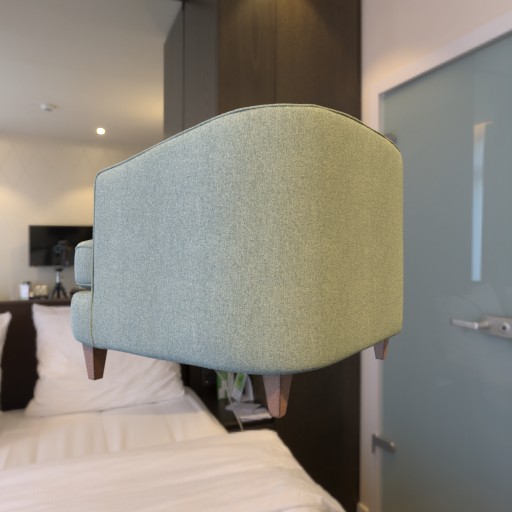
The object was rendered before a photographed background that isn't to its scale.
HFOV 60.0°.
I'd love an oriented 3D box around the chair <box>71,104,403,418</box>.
[{"bbox_3d":[0.000,0.000,1.720,0.945,0.852,1.094,0,1,36],"label":"chair"}]
